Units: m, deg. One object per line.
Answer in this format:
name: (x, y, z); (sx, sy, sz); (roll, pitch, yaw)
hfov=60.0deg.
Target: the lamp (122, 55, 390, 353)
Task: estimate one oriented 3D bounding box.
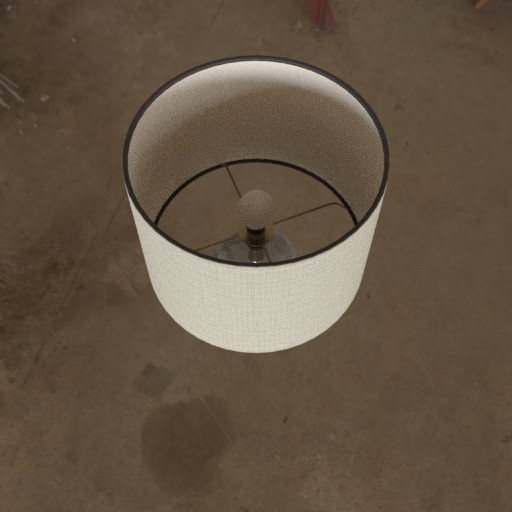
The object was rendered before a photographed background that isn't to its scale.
lamp: (0.000, 0.000, 0.806); (0.376, 0.594, 0.376); (0, 63, 0)
